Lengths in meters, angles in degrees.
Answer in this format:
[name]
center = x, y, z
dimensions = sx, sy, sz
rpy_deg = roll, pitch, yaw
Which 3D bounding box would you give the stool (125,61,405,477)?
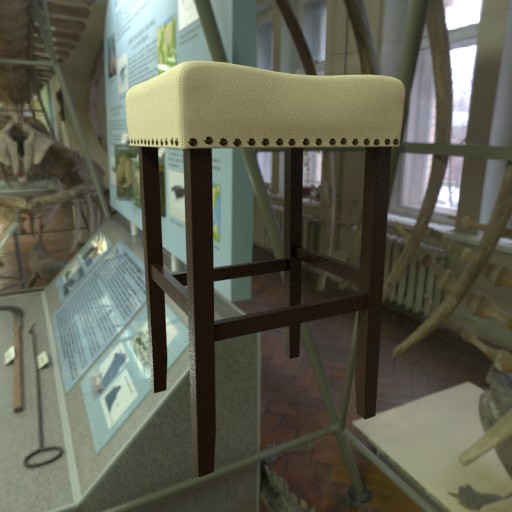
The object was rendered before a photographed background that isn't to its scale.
[stool]
center = 0.000, 0.000, 1.027
dimensions = 0.471, 0.762, 0.401
rpy_deg = -7, 16, -26
